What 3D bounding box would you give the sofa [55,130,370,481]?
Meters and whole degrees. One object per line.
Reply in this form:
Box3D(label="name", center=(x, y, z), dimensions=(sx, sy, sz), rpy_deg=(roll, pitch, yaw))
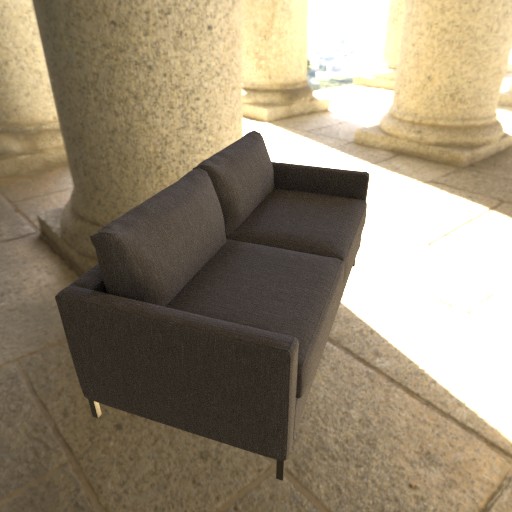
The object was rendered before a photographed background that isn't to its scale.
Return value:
Box3D(label="sofa", center=(0.000, 0.000, 2.148), dimensions=(0.875, 0.840, 1.682), rpy_deg=(10, 31, 17))
